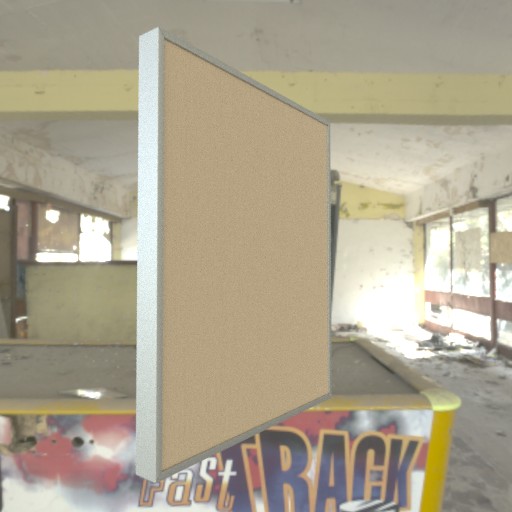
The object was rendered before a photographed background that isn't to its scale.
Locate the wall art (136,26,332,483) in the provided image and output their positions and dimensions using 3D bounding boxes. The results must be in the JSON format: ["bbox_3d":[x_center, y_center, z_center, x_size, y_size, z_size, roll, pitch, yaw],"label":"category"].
[{"bbox_3d":[0.000,0.000,0.724,0.039,0.553,0.445,-1,-2,37],"label":"wall art"}]
